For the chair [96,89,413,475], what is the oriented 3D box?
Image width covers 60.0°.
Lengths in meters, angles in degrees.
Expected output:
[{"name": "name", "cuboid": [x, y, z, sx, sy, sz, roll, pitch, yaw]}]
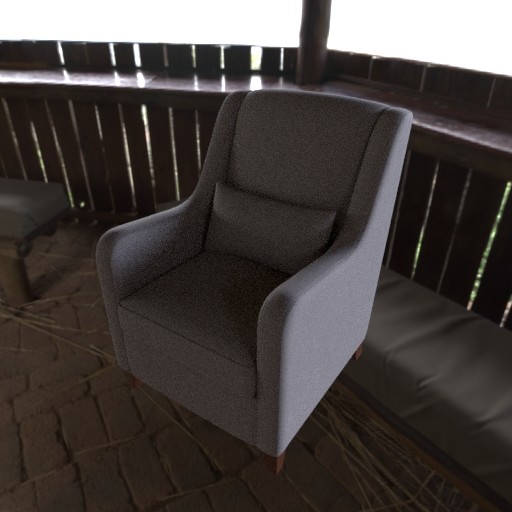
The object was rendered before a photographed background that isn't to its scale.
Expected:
[{"name": "chair", "cuboid": [0.000, 0.000, 1.583, 0.715, 1.010, 0.863, 19, 35, 29]}]
